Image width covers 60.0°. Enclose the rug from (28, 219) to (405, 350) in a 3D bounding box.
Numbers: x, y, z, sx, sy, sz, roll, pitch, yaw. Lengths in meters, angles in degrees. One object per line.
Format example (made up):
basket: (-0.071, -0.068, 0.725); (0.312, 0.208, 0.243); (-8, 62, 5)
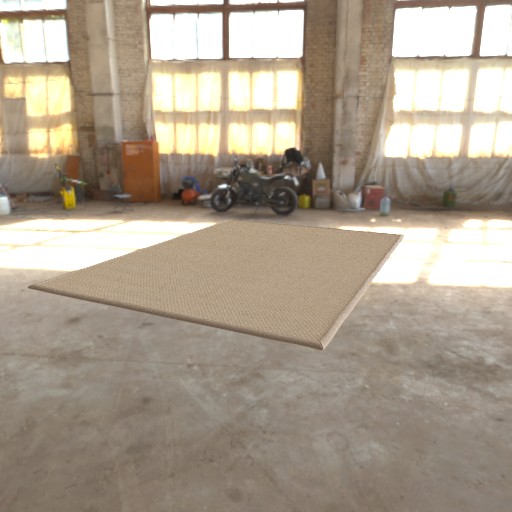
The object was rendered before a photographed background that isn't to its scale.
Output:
rug: (0.000, 0.000, 2.771); (1.525, 0.020, 2.081); (7, 17, 25)
